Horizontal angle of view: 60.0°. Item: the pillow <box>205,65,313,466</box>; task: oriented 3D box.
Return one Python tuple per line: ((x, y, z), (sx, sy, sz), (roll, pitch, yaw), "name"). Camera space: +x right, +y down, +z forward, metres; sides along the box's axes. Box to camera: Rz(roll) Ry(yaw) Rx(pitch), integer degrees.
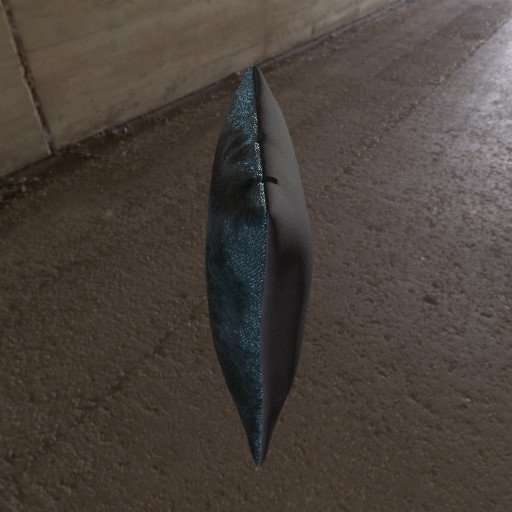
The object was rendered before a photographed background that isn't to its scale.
((0.000, 0.000, 0.658), (0.138, 0.430, 0.436), (-1, 40, -1), "pillow")
